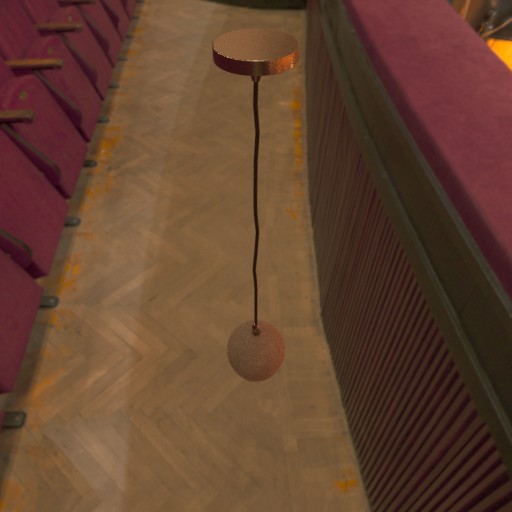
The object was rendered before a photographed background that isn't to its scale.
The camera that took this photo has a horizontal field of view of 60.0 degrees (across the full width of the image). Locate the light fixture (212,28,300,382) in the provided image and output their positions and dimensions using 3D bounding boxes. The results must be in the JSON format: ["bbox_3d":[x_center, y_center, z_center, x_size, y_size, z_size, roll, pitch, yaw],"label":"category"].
[{"bbox_3d":[0.000,0.000,0.832,0.139,0.764,0.139,-3,45,-3],"label":"light fixture"}]
